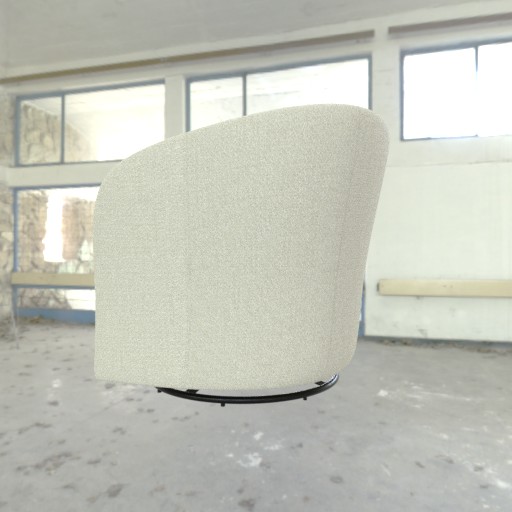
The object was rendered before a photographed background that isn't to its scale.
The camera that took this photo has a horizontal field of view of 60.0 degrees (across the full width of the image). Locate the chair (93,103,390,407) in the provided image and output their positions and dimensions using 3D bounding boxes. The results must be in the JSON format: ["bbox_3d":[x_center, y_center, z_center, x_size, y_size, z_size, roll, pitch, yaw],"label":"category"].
[{"bbox_3d":[0.000,0.000,1.410,0.815,0.771,0.791,0,0,17],"label":"chair"}]
